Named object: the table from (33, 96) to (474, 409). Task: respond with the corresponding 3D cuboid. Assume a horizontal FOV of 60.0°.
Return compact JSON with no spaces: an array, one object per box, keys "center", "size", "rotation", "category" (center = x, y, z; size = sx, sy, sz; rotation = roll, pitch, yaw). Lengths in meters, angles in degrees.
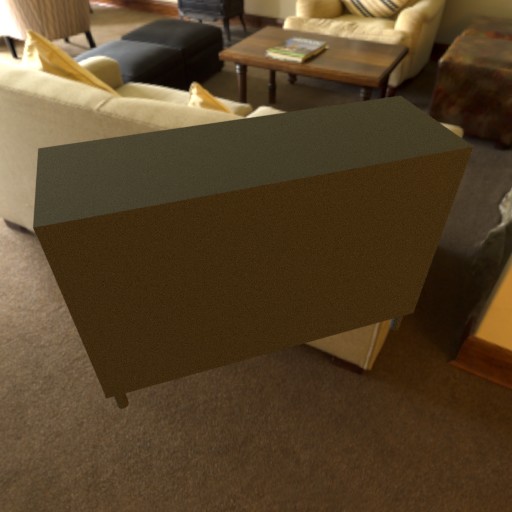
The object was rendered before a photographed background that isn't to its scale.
[{"center":[0.000,0.000,1.573],"size":[1.200,0.855,0.400],"rotation":[-13,43,-14],"category":"table"}]
